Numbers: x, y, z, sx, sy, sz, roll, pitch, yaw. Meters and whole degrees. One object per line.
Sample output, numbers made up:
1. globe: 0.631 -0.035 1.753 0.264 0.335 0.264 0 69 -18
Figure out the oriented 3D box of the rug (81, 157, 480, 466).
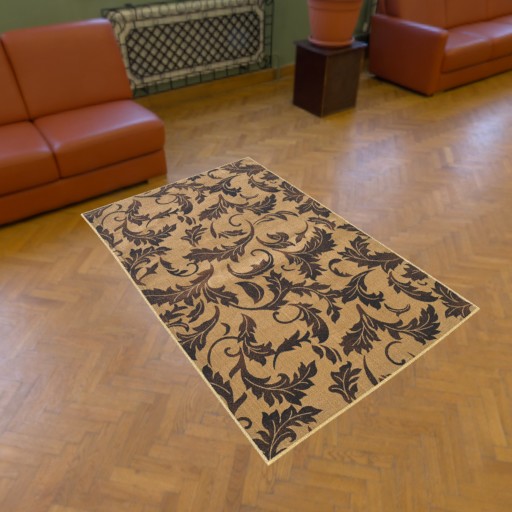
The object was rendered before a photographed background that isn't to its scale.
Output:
1. rug: 0.000 0.000 2.882 1.522 0.008 2.284 -25 46 -27
